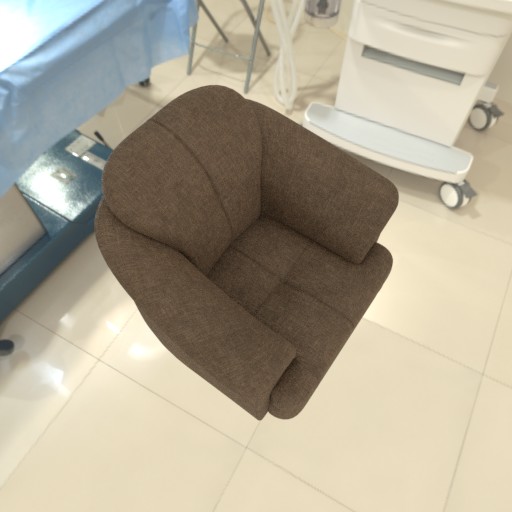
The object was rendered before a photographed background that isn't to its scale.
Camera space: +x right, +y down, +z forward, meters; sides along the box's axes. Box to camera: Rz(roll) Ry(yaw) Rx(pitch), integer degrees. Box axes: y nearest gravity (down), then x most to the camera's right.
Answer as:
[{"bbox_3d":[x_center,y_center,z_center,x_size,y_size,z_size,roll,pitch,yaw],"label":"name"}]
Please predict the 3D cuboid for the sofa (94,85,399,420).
[{"bbox_3d":[0.000,0.000,1.509,0.794,0.811,0.870,31,63,18],"label":"sofa"}]
